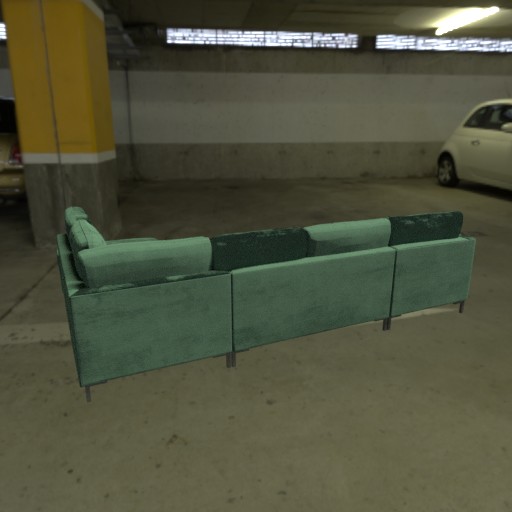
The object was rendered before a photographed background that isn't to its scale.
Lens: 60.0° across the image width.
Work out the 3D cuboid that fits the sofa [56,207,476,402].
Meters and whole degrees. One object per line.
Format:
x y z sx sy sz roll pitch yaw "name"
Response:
0.000 0.000 4.225 3.434 0.992 2.055 -7 18 -24 "sofa"
